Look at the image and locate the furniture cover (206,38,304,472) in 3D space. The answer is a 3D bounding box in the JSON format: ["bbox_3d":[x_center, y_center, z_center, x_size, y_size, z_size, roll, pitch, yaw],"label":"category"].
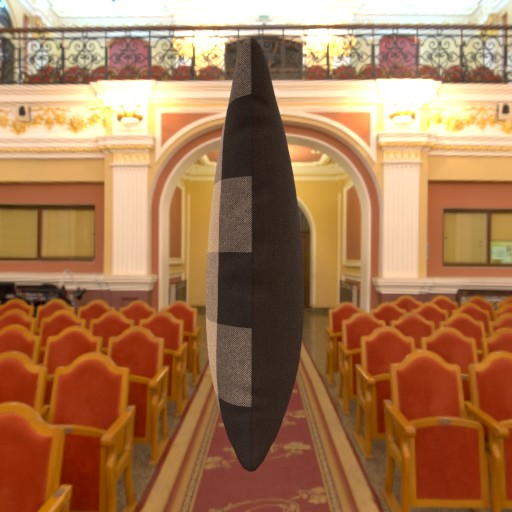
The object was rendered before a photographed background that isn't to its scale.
[{"bbox_3d":[0.000,0.000,0.768,0.161,0.509,0.511,0,0,1],"label":"furniture cover"}]
